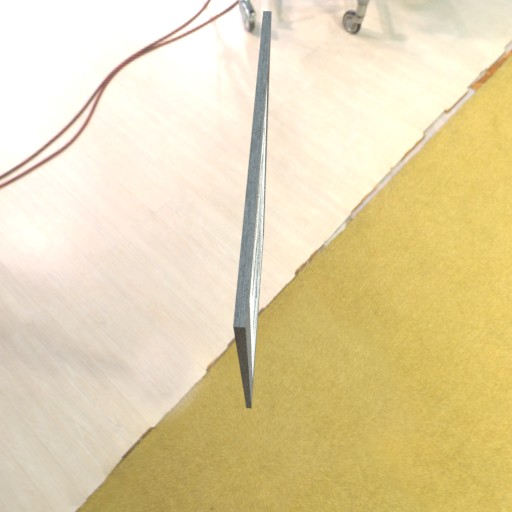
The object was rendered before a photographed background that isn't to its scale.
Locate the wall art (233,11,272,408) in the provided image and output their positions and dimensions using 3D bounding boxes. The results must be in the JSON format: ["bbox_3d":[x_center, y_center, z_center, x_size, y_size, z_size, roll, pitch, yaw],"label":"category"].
[{"bbox_3d":[0.000,0.000,1.361,0.020,1.070,0.768,4,64,2],"label":"wall art"}]
